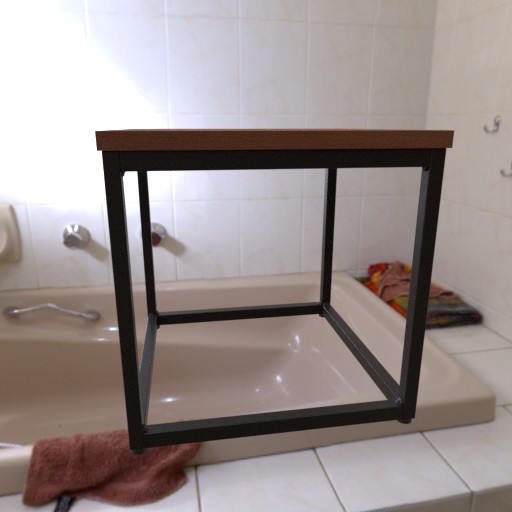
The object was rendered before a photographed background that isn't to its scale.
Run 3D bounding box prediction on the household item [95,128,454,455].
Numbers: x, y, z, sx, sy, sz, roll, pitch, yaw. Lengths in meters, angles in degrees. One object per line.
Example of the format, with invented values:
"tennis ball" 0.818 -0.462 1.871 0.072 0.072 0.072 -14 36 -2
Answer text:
"household item" 0.000 0.000 0.728 0.400 0.400 0.400 -3 17 -9
